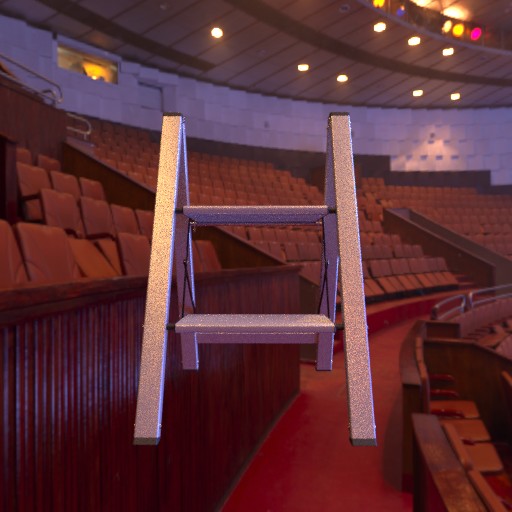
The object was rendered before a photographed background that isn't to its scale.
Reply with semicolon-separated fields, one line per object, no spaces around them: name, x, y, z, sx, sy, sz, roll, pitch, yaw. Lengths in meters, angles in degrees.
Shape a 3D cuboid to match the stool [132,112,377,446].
stool;0.000;0.000;1.050;0.440;0.670;0.535;0;0;1
